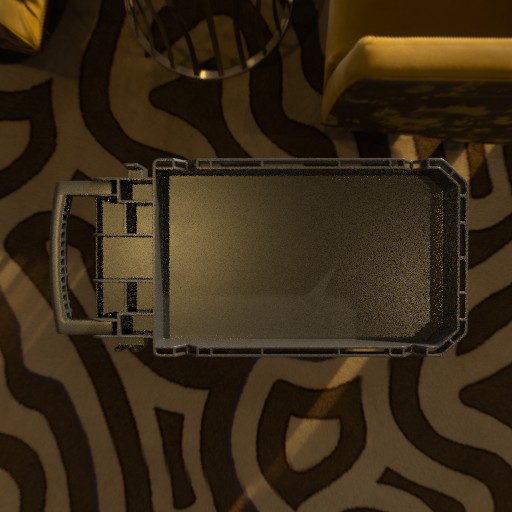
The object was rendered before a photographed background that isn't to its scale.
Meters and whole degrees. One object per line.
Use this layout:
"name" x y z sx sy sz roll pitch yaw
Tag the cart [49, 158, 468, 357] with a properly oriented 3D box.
"cart" 0.000 0.000 1.550 1.061 0.884 0.497 0 91 0
